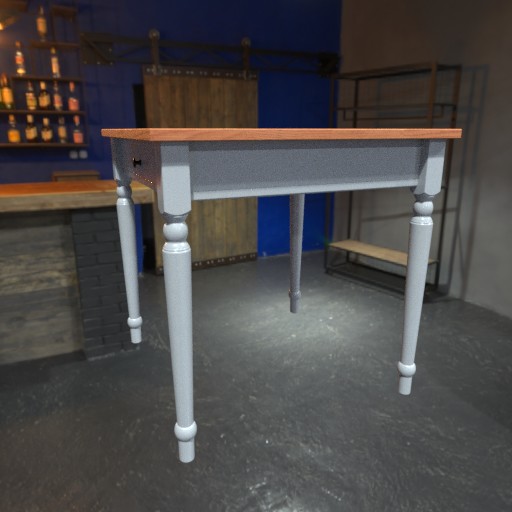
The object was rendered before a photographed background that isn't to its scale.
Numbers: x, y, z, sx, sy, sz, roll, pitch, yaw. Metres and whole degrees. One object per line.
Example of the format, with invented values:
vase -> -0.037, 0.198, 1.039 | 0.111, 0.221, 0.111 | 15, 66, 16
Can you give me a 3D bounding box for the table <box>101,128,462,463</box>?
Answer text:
table -> 0.000, 0.000, 1.342 | 0.747, 0.738, 0.747 | -7, 17, -24
